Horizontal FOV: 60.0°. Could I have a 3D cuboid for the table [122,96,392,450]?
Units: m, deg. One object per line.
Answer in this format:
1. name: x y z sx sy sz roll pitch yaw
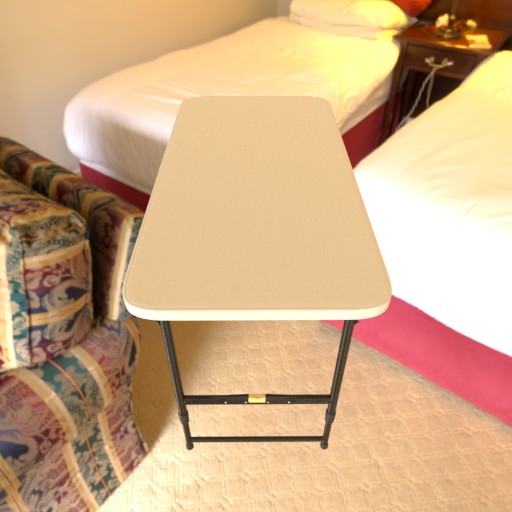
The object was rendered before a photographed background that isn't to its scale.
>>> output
1. table: 0.000 0.000 1.641 0.610 0.737 1.219 0 40 0
